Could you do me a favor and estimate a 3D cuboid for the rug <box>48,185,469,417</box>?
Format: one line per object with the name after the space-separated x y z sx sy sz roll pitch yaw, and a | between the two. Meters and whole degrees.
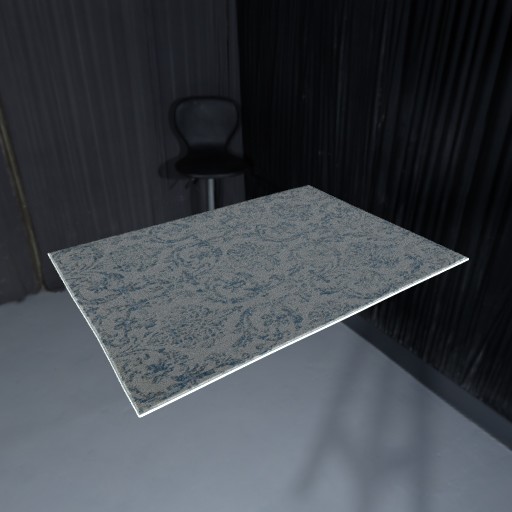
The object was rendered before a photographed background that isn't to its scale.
0.000 0.000 2.850 2.197 0.014 1.586 -19 35 -29 | rug
